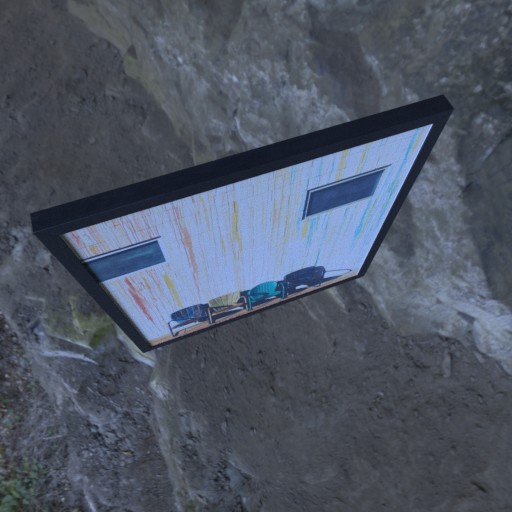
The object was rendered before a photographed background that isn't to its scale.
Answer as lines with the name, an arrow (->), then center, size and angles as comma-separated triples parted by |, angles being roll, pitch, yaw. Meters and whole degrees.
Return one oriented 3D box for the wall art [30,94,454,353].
wall art -> 0.000, 0.000, 1.105 | 0.763, 0.763, 0.039 | -18, 65, -9
